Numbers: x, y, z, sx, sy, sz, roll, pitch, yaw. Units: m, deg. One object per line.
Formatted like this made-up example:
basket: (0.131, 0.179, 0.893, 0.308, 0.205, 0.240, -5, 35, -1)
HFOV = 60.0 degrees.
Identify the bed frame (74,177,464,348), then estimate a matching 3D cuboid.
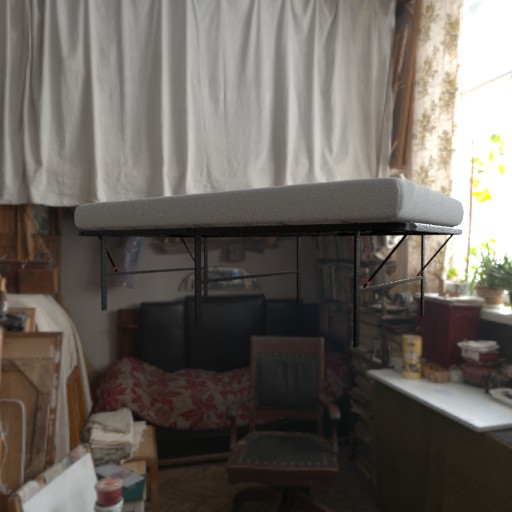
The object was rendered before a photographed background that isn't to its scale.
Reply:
bed frame: (0.000, 0.000, 2.387, 1.903, 0.619, 0.989, 1, 2, 36)
